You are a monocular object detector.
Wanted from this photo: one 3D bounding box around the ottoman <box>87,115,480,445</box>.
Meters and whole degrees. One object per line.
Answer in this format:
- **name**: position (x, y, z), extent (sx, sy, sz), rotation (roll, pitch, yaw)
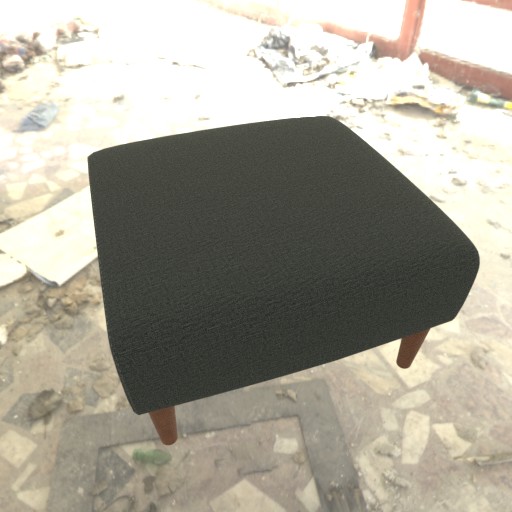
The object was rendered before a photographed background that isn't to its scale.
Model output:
- **ottoman**: position (0.000, 0.000, 1.022), extent (0.650, 0.398, 0.649), rotation (-13, 43, -14)
